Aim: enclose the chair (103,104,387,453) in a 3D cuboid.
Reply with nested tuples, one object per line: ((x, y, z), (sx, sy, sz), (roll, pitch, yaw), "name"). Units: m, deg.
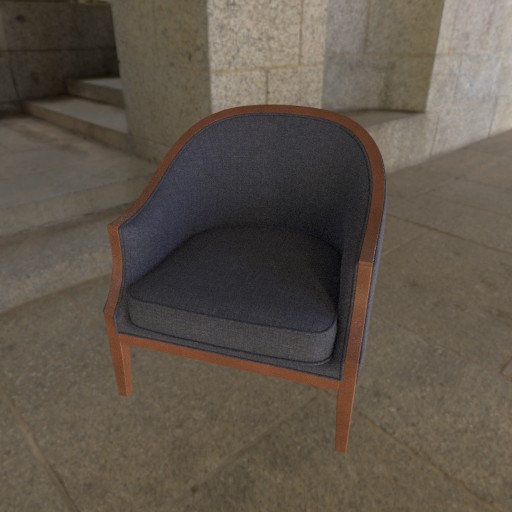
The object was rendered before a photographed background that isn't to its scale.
((0.000, 0.000, 1.499), (0.803, 0.876, 0.735), (8, 29, 16), "chair")
